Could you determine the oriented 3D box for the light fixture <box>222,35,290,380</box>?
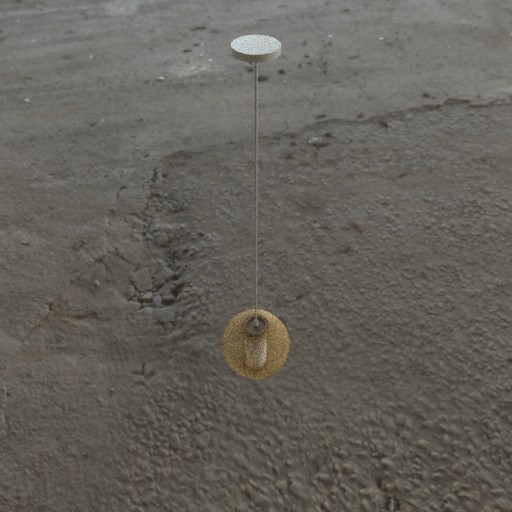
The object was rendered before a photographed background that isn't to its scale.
[{"bbox_3d":[0.000,0.000,2.116,0.406,1.955,0.407,-10,48,-9],"label":"light fixture"}]
